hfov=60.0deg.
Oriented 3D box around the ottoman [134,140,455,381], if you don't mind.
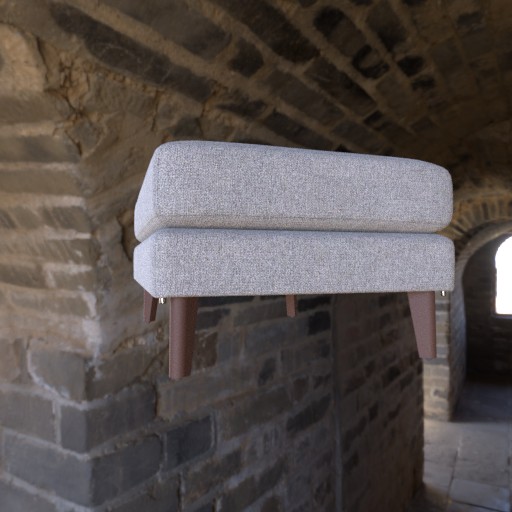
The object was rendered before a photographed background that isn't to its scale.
[{"bbox_3d":[0.000,0.000,1.197,0.611,0.441,0.821,0,-1,-17],"label":"ottoman"}]
